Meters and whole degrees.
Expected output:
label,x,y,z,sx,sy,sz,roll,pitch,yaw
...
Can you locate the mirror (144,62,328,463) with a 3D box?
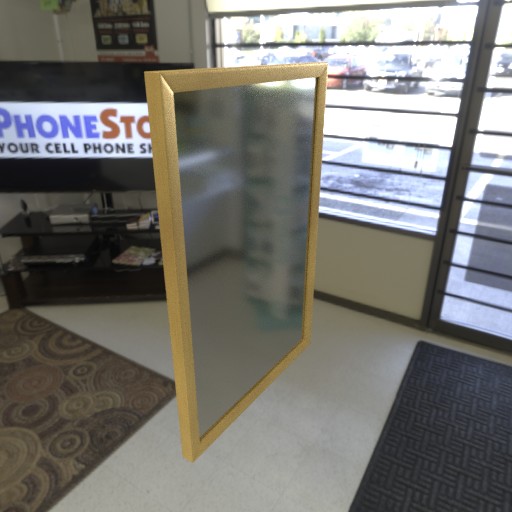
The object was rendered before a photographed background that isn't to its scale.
label,x,y,z,sx,sy,sz,roll,pitch,yaw
mirror,0.000,0.000,1.160,0.040,0.915,0.609,17,30,32
